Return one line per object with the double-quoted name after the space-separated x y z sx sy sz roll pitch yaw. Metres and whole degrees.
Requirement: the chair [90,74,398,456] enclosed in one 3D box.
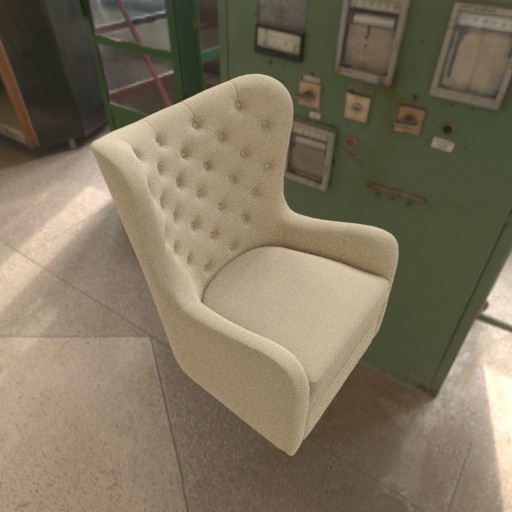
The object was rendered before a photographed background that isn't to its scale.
0.000 0.000 1.733 0.929 1.079 0.831 25 47 27 "chair"
